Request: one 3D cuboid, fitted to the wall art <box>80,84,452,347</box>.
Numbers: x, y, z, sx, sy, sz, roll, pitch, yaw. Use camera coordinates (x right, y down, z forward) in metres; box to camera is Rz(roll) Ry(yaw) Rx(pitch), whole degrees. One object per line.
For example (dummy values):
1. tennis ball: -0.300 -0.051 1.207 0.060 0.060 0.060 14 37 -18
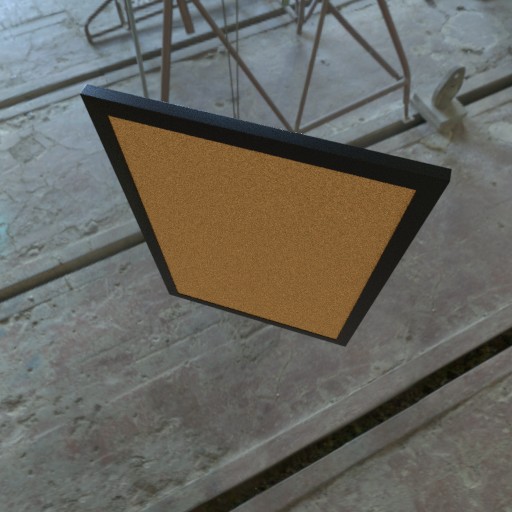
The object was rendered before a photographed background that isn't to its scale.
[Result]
1. wall art: 0.000 0.000 0.823 0.462 0.656 0.019 15 63 8
